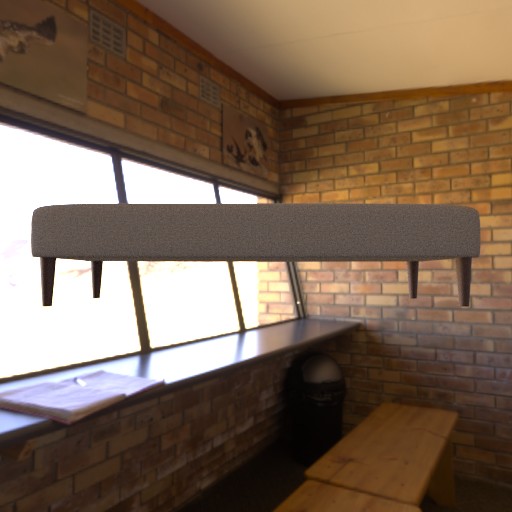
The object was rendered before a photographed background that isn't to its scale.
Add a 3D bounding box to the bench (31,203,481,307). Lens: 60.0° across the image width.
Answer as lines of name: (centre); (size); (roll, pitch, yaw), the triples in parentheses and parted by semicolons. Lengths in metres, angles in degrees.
bench: (0.000, 0.000, 1.855); (1.598, 0.383, 0.631); (0, -2, -1)
